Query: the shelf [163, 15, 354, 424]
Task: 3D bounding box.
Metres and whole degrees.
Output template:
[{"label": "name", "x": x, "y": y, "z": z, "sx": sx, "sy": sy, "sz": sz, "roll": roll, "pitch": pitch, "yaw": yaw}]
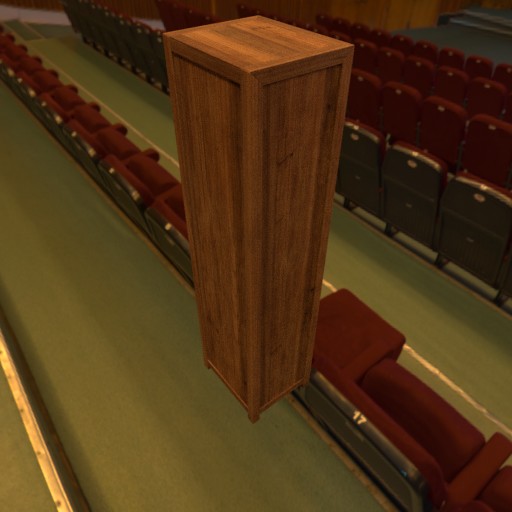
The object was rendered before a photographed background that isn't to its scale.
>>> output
[{"label": "shelf", "x": 0.000, "y": 0.000, "z": 2.089, "sx": 0.428, "sy": 1.900, "sz": 0.500, "roll": -27, "pitch": 47, "yaw": -28}]
